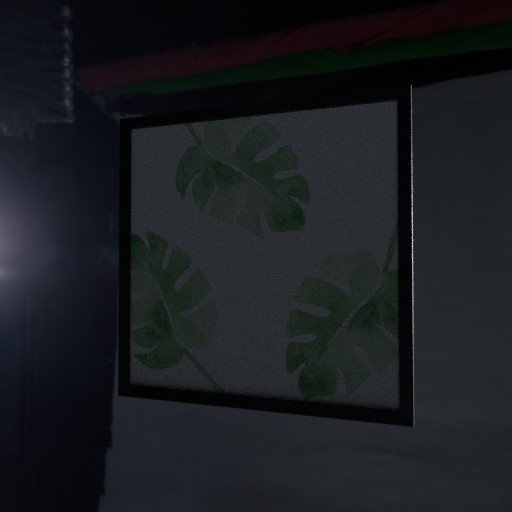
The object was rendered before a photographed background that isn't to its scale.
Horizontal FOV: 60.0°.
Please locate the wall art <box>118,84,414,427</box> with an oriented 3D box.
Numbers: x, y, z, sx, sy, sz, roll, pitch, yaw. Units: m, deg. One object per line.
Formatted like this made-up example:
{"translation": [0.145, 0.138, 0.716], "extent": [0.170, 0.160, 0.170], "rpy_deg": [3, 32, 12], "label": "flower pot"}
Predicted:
{"translation": [0.000, 0.000, 0.457], "extent": [0.304, 0.304, 0.038], "rpy_deg": [0, -1, 18], "label": "wall art"}
